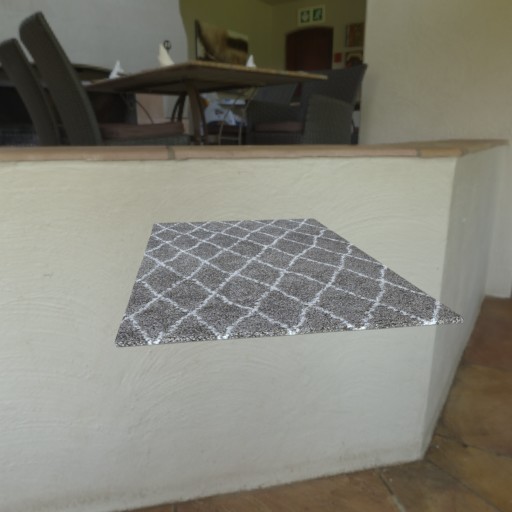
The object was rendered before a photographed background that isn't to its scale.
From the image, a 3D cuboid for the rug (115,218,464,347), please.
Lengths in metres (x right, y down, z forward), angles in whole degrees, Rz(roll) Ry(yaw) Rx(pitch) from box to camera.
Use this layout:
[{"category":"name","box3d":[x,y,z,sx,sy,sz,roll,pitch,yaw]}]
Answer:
[{"category":"rug","box3d":[0.000,0.000,3.035,1.524,0.030,2.438,-2,16,-9]}]
